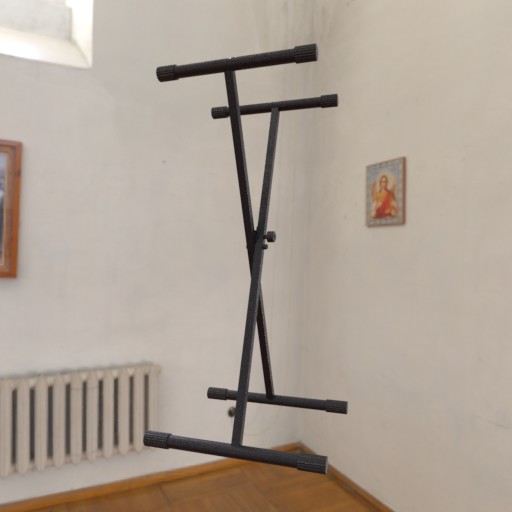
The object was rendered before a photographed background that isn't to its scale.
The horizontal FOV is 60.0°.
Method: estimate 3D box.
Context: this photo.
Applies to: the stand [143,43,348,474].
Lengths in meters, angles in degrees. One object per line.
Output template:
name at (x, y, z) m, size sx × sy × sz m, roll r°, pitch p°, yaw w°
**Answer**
stand at (0.000, 0.000, 1.204) m, size 0.449 × 0.940 × 0.409 m, roll 0°, pitch 1°, yaw 18°
